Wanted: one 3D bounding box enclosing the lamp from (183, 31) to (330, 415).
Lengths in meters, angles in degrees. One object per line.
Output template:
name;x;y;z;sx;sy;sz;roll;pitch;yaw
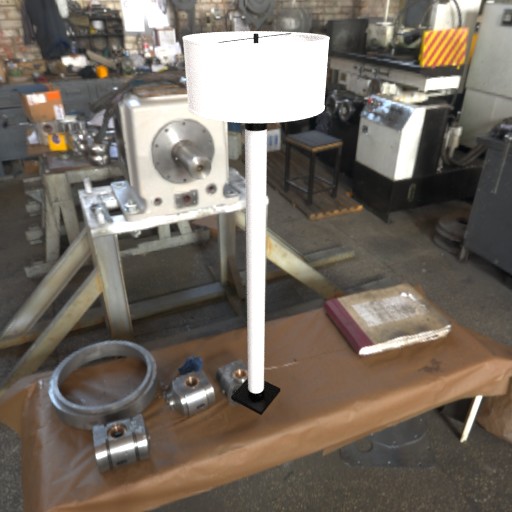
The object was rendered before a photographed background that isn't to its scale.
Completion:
lamp;0.000;0.000;1.640;0.420;1.475;0.420;19;35;28
